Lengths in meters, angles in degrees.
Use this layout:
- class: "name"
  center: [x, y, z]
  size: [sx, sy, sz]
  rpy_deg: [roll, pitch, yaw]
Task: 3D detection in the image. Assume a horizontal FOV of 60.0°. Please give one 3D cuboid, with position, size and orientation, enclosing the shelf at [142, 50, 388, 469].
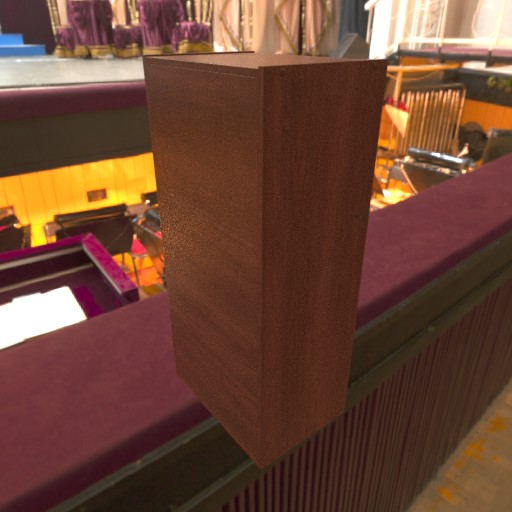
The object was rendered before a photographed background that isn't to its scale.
- class: "shelf"
  center: [0.000, 0.000, 1.069]
  size: [0.290, 0.879, 0.414]
  rpy_deg: [-20, 33, -33]
